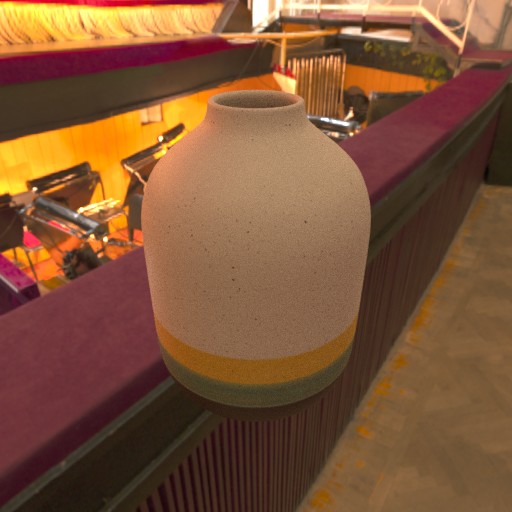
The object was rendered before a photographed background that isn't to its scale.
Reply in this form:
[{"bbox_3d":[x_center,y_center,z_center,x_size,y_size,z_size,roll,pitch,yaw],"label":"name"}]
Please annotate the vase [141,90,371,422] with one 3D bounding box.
[{"bbox_3d":[0.000,0.000,0.352,0.169,0.240,0.169,0,31,0],"label":"vase"}]
